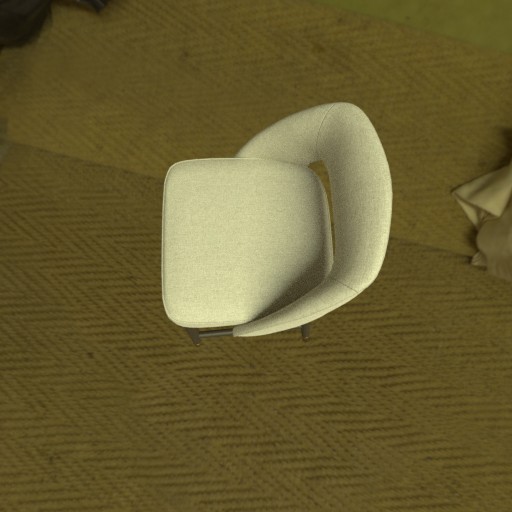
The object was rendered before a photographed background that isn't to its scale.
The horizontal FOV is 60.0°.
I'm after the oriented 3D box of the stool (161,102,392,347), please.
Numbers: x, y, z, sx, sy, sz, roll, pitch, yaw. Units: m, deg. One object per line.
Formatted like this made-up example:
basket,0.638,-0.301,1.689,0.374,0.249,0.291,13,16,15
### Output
stool,0.000,0.000,1.322,0.509,1.037,0.494,-2,75,-1
